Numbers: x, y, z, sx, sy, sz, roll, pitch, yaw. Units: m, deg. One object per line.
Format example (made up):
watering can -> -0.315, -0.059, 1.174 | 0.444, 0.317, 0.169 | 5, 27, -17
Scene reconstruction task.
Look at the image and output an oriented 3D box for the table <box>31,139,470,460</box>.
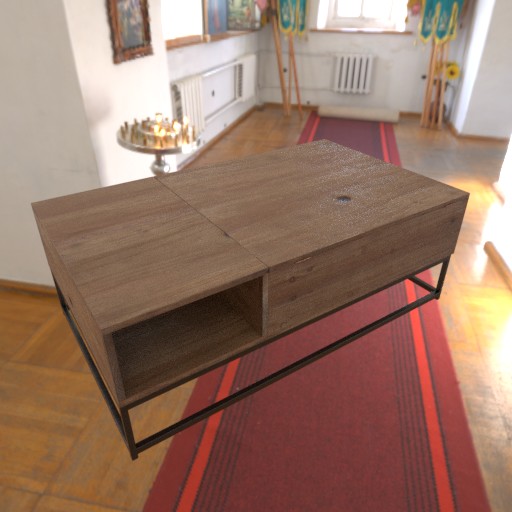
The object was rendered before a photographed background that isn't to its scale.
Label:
table -> 0.000, 0.000, 1.388 | 1.101, 0.395, 0.655 | -19, 36, -28
